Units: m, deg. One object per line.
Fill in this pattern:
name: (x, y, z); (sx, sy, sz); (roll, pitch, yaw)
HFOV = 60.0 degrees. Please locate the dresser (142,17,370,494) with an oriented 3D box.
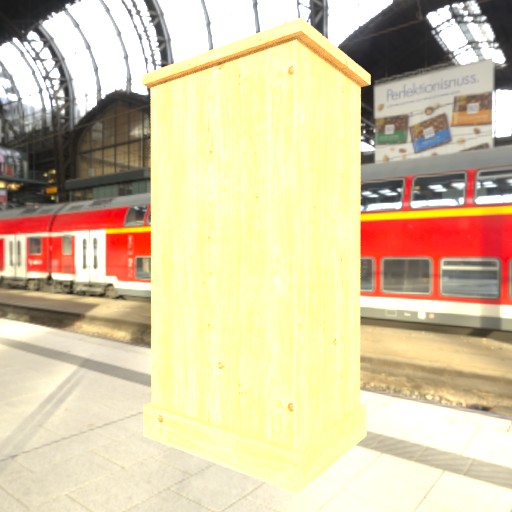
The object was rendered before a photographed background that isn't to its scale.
dresser: (0.000, 0.000, 1.281); (0.531, 1.041, 0.390); (0, 1, 36)
